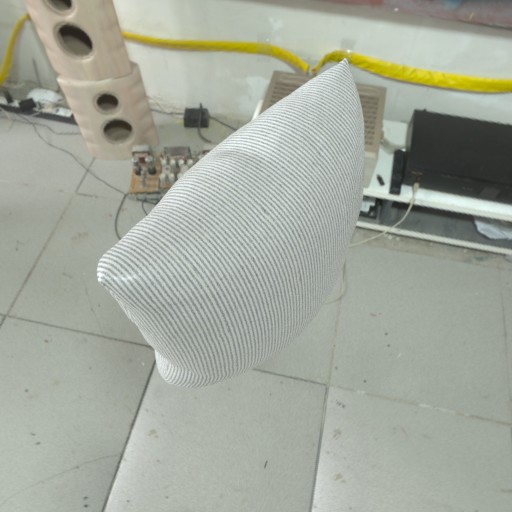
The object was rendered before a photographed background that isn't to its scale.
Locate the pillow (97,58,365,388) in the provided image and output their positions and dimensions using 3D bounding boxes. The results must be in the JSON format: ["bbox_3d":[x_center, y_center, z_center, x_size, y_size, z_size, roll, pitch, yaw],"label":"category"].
[{"bbox_3d":[0.000,0.000,0.685,0.387,0.432,0.310,-15,59,-9],"label":"pillow"}]
